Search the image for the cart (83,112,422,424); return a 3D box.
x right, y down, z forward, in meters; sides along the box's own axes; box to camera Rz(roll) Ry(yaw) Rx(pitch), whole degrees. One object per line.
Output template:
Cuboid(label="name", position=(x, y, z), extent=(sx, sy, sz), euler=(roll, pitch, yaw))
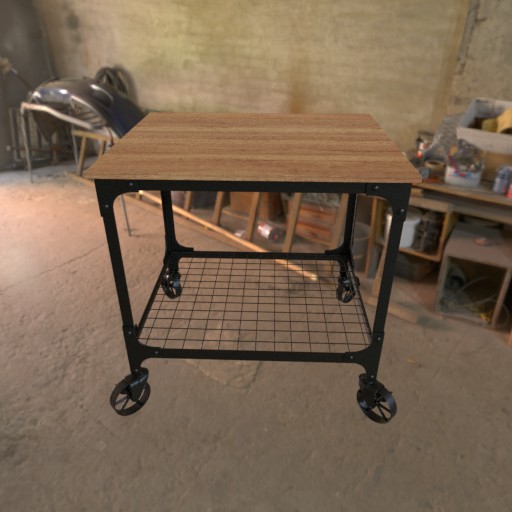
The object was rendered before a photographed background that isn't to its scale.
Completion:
Cuboid(label="cart", position=(0.000, 0.000, 1.126), extent=(0.666, 0.603, 0.558), euler=(1, 30, 2))
